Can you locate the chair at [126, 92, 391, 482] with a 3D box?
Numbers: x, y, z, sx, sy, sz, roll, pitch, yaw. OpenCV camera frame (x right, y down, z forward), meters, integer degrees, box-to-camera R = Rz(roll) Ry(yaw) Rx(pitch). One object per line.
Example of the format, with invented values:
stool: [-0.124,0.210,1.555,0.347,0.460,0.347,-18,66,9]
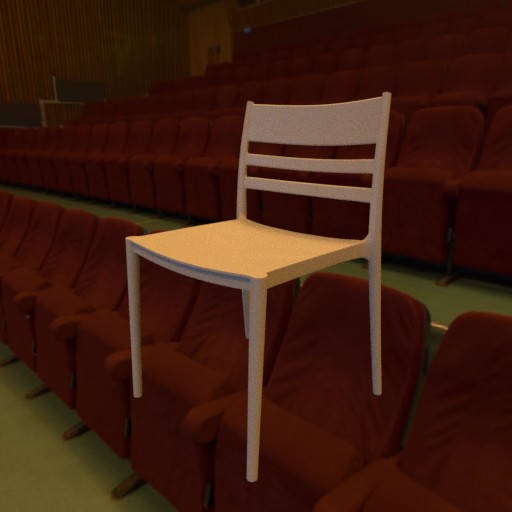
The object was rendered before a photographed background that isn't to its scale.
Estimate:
chair: [0.000,0.000,1.153,0.531,0.800,0.511,14,21,42]
